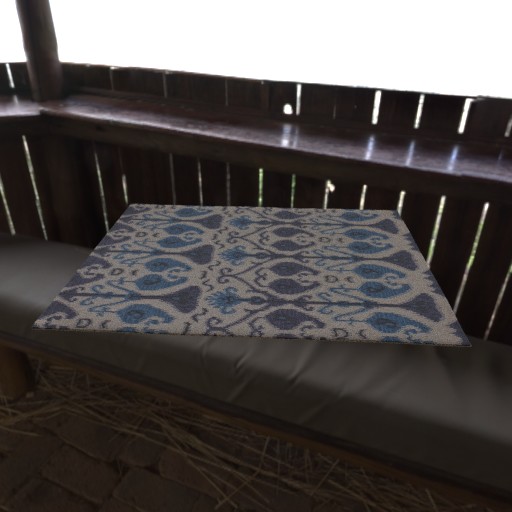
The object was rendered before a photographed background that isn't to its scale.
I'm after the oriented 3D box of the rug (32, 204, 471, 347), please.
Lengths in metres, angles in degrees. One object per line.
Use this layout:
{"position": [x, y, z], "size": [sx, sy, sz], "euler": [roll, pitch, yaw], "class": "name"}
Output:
{"position": [0.000, 0.000, 4.288], "size": [3.228, 0.024, 2.443], "euler": [2, 29, 3], "class": "rug"}
